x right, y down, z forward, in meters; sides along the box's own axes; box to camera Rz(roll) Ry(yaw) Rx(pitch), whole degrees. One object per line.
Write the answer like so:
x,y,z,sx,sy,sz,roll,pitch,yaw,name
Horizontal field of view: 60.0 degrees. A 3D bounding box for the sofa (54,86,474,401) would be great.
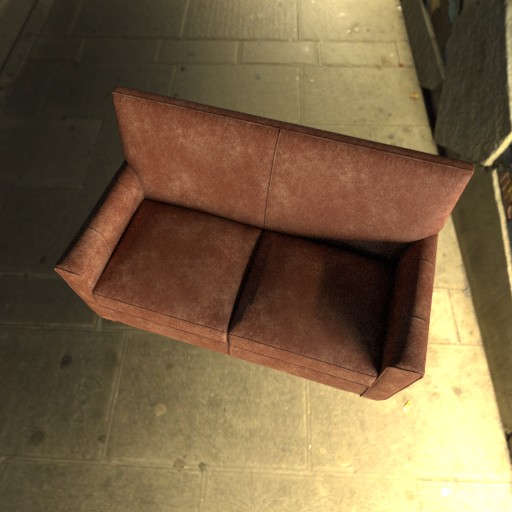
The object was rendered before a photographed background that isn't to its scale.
0.000,0.000,1.951,1.473,0.871,0.787,15,61,9,sofa
